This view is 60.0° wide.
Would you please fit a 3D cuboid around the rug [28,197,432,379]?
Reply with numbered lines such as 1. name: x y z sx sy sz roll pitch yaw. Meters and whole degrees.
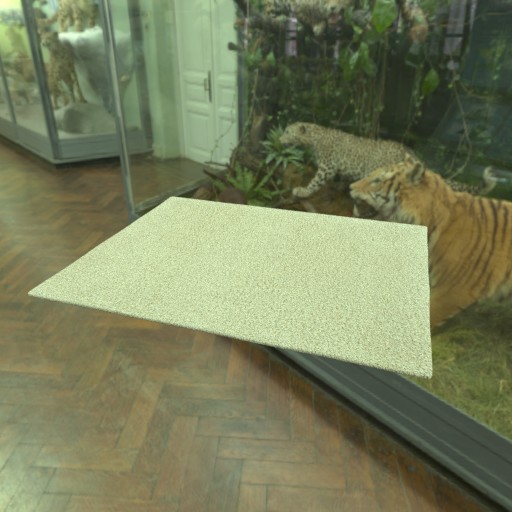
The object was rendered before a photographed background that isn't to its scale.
1. rug: 0.000 0.000 4.128 3.047 0.029 2.438 9 28 16
